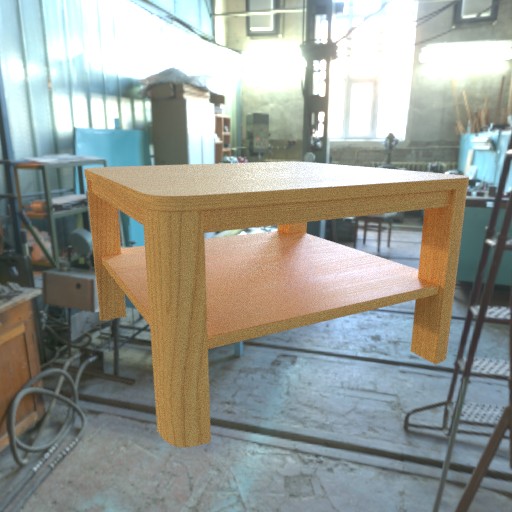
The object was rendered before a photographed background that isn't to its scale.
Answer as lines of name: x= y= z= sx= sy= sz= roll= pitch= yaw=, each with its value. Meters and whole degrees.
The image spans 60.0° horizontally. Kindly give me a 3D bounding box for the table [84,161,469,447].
table: x=0.000 y=0.000 z=1.201 sx=0.750 sy=0.450 sz=0.750 roll=-8 pitch=17 yaw=-28
